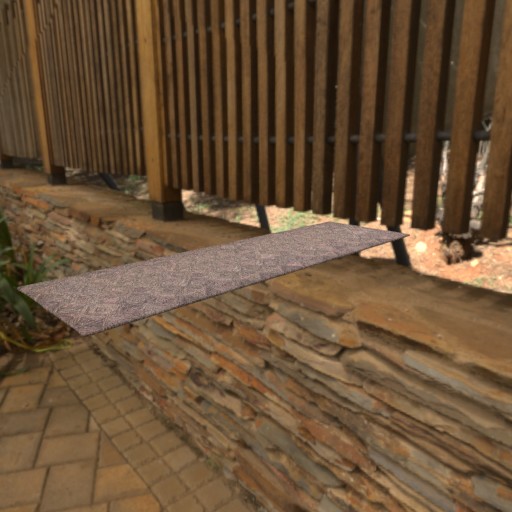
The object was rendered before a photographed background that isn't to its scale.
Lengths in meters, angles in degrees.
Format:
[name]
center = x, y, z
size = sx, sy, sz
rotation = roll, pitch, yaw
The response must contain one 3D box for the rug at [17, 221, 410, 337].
[rug]
center = 0.000, 0.000, 2.502
size = 2.296, 0.011, 0.691
rotation = -14, 20, -43
